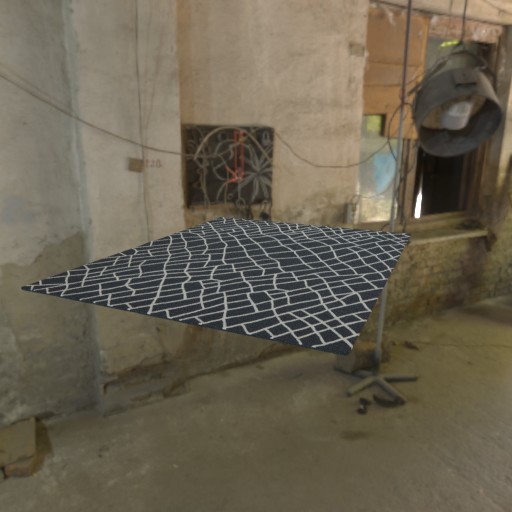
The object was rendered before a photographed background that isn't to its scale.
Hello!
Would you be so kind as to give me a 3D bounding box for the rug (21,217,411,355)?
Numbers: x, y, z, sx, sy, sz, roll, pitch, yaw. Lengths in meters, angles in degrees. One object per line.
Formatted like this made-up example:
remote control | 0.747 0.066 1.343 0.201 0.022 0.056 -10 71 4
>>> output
rug | 0.000 0.000 4.107 2.439 0.022 3.047 7 17 23
